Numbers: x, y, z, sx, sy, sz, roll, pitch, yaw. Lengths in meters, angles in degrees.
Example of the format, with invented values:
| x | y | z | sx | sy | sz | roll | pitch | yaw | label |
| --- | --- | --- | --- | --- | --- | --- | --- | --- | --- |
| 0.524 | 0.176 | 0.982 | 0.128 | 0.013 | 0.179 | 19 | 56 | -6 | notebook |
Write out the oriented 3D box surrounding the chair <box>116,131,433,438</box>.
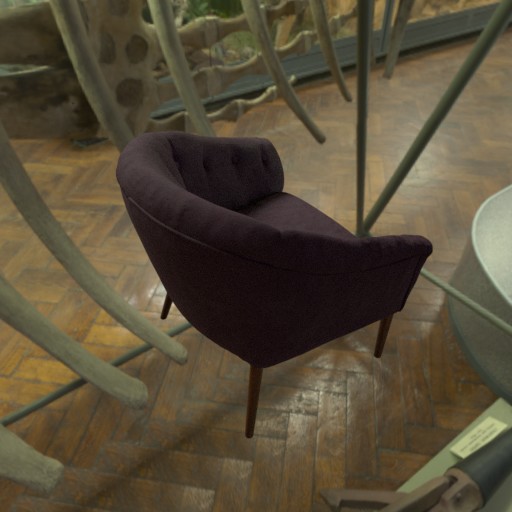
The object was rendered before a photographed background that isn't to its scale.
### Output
| x | y | z | sx | sy | sz | roll | pitch | yaw | label |
| --- | --- | --- | --- | --- | --- | --- | --- | --- | --- |
| 0.000 | 0.000 | 1.514 | 0.776 | 0.885 | 0.851 | -25 | 47 | -26 | chair |
